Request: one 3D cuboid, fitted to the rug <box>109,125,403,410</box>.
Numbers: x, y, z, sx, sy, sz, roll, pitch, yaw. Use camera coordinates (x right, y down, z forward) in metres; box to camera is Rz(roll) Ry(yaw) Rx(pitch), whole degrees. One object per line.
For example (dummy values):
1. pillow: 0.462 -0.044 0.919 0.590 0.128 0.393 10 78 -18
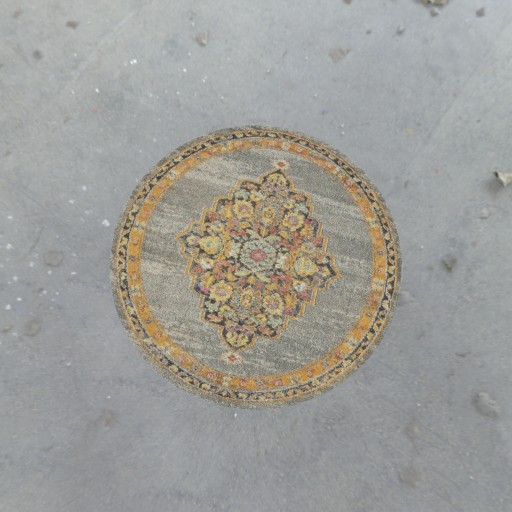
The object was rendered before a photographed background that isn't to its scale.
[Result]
1. rug: 0.000 0.000 3.612 2.382 0.014 2.382 0 76 0
